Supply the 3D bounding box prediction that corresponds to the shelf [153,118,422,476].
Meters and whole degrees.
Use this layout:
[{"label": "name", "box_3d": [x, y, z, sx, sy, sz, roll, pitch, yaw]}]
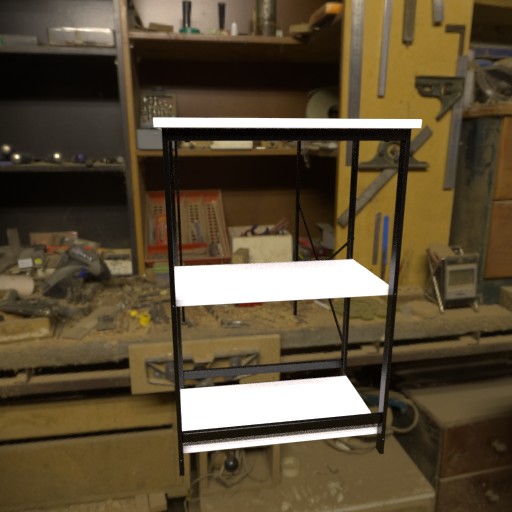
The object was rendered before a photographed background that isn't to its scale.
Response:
[{"label": "shelf", "box_3d": [0.000, 0.000, 1.329, 0.498, 0.750, 0.902, -2, 15, -8]}]
